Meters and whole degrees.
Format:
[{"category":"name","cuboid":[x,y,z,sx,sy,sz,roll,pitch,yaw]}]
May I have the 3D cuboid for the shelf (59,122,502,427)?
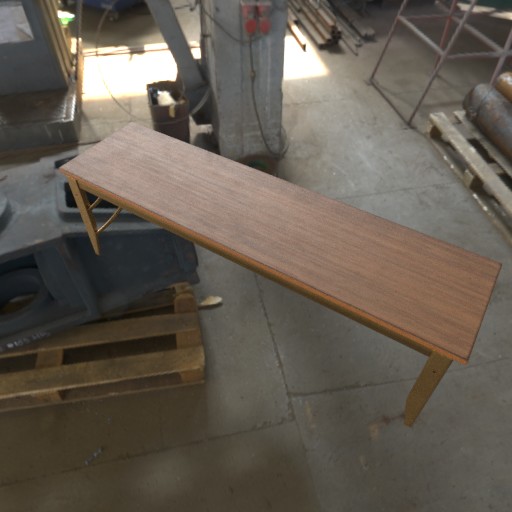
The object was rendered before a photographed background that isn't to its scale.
[{"category":"shelf","cuboid":[0.000,0.000,0.700,0.636,0.190,0.166,25,52,22]}]
